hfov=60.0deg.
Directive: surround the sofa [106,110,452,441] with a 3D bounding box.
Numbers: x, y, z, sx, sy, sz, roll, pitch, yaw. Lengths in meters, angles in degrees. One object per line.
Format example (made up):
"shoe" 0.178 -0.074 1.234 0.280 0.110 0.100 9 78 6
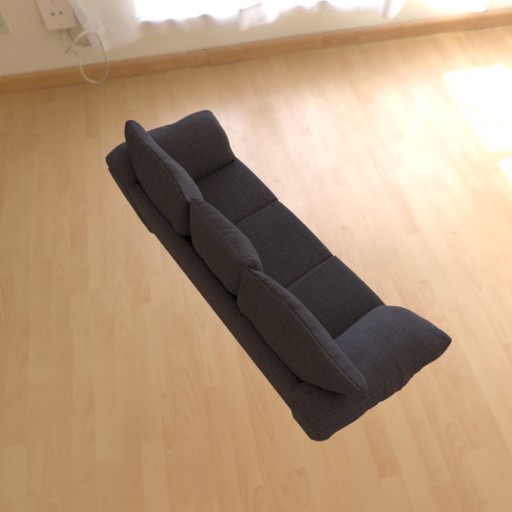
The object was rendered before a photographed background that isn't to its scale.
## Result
"sofa" 0.000 0.000 2.869 0.883 1.080 2.336 -33 65 -18
